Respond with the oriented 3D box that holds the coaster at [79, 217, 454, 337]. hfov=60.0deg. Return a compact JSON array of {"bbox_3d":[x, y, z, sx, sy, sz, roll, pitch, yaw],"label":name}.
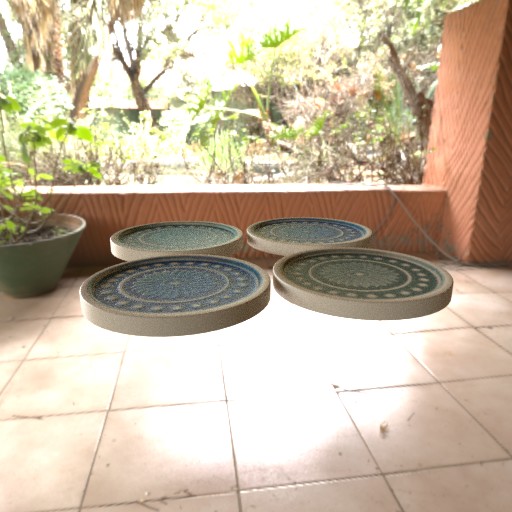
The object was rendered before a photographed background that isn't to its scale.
[{"bbox_3d":[0.000,0.000,0.324,0.220,0.010,0.224,-3,16,-9],"label":"coaster"}]
